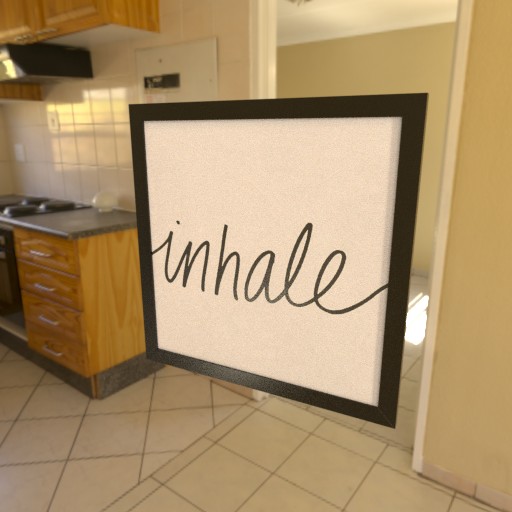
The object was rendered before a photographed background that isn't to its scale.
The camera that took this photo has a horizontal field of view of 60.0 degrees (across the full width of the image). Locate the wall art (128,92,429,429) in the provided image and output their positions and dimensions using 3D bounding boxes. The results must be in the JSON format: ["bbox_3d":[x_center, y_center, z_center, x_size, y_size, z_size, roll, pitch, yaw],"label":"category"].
[{"bbox_3d":[0.000,0.000,0.666,0.446,0.445,0.014,8,17,26],"label":"wall art"}]
